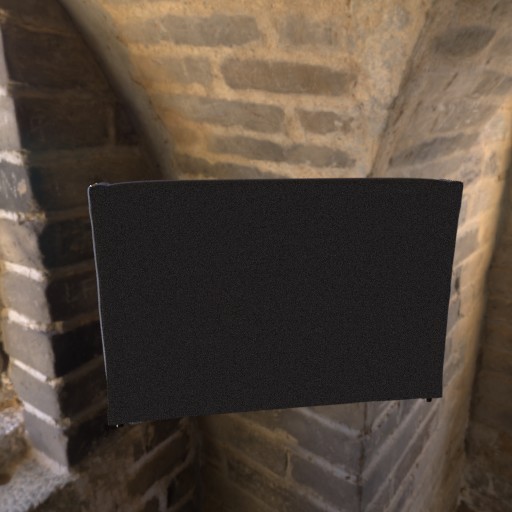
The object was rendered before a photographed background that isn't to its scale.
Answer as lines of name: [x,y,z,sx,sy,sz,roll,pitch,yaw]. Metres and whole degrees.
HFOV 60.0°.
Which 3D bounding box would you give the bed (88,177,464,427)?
bed: [0.000,0.000,3.425,1.925,1.332,2.276,-2,14,-8]
